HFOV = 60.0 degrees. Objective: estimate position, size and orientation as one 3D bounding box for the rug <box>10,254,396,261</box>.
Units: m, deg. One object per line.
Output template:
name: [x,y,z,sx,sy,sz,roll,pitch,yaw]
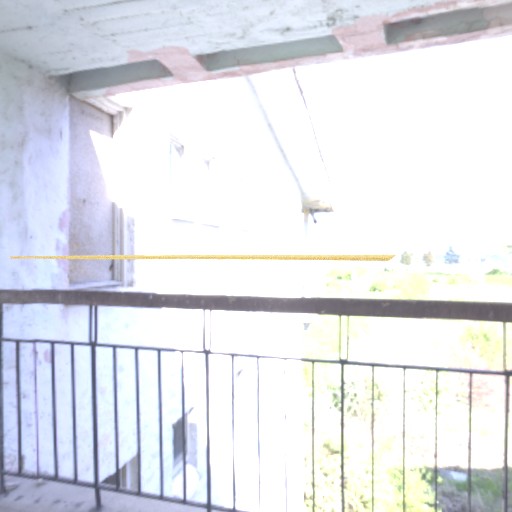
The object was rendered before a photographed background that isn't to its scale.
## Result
rug: [0.000,0.000,4.186,2.486,0.015,3.242,0,1,18]
